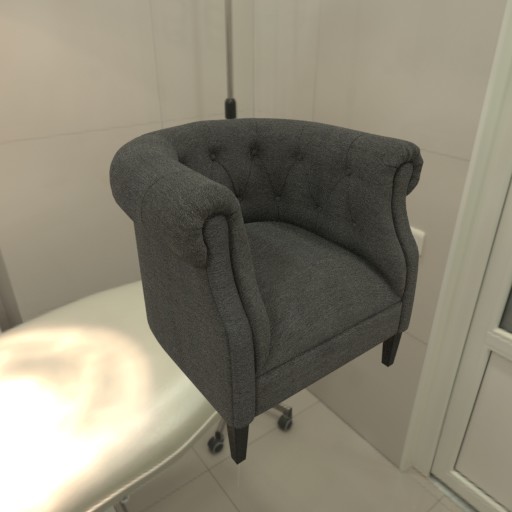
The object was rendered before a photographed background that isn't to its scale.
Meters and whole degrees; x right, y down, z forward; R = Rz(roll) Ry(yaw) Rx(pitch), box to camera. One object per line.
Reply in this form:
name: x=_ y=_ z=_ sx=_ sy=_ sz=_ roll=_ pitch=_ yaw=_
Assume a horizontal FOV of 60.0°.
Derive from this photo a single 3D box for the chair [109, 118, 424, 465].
chair: x=0.000 y=0.000 z=1.570 sx=0.905 sy=0.827 sz=0.852 roll=-19 pitch=34 yaw=-32
